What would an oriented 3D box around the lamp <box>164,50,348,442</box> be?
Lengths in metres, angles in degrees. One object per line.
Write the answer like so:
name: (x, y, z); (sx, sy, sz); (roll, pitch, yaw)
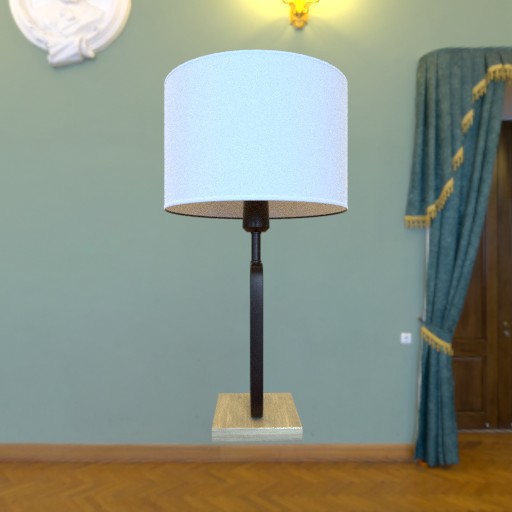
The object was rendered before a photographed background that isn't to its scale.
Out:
lamp: (0.000, 0.000, 0.685); (0.279, 0.508, 0.279); (0, 0, -1)
